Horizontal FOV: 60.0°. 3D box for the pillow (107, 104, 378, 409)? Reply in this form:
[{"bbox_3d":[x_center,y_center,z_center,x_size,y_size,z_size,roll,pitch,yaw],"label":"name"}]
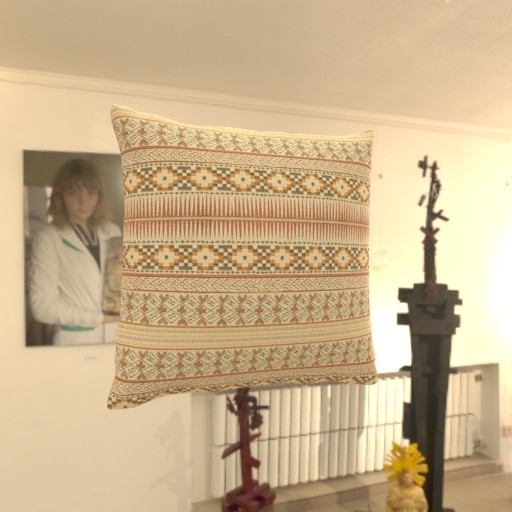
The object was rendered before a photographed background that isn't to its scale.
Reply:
[{"bbox_3d":[0.000,0.000,0.822,0.521,0.519,0.215,0,-1,-19],"label":"pillow"}]
